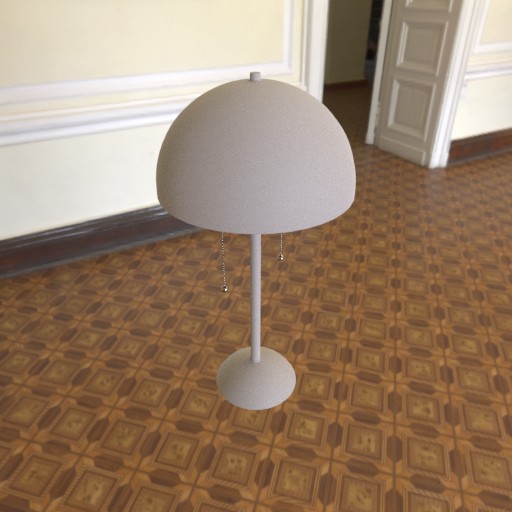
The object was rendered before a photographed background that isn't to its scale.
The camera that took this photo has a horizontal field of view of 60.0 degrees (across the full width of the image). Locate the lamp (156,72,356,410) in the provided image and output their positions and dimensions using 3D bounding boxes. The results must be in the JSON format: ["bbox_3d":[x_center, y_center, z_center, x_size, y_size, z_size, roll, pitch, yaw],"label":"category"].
[{"bbox_3d":[0.000,0.000,0.427,0.171,0.330,0.171,0,32,0],"label":"lamp"}]
